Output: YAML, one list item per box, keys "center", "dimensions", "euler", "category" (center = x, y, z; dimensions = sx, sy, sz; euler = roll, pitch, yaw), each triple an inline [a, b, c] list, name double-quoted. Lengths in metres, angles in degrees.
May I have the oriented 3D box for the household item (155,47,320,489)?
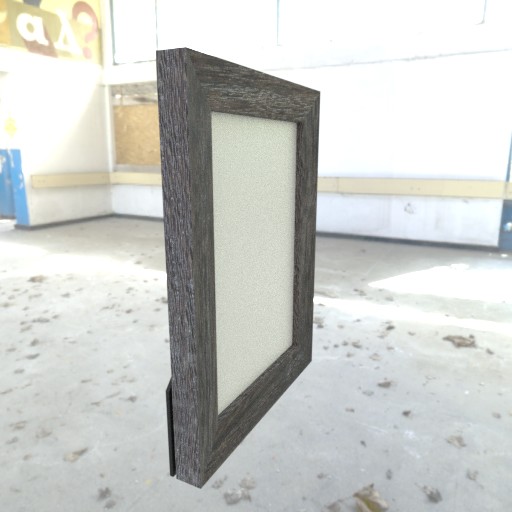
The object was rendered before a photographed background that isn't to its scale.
- center: [0.000, 0.000, 0.277]
  dimensions: [0.020, 0.210, 0.160]
  euler: [7, 15, 27]
  category: "household item"
